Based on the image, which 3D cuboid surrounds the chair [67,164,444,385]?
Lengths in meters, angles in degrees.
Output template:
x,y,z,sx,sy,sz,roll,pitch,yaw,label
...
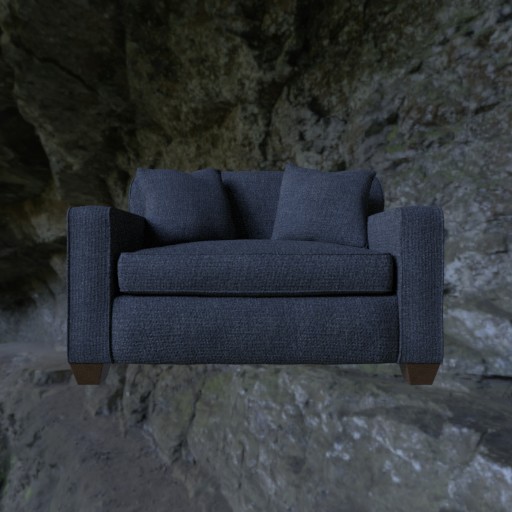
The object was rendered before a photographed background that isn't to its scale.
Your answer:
x,y,z,sx,sy,sz,roll,pitch,yaw,label
0.000,0.000,2.053,1.383,0.948,1.000,0,0,0,chair
